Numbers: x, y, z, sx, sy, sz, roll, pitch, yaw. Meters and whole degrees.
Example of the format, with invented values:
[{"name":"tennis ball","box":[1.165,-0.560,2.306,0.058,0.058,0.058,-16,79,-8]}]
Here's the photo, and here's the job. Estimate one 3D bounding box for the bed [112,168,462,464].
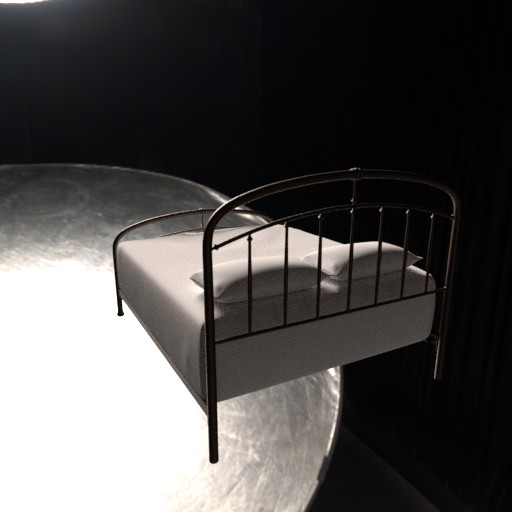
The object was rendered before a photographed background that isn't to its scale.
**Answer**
[{"name":"bed","box":[0.000,0.000,3.328,1.711,1.425,2.180,-8,17,-28]}]
